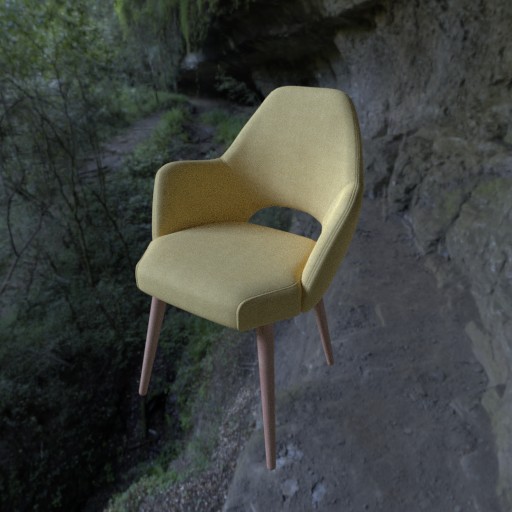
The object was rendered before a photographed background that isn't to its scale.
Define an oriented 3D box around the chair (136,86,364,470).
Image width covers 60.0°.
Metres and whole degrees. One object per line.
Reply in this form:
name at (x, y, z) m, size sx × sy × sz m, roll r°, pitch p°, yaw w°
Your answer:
chair at (0.000, 0.000, 1.241) m, size 0.590 × 0.840 × 0.610 m, roll 17°, pitch 31°, yaw 30°
